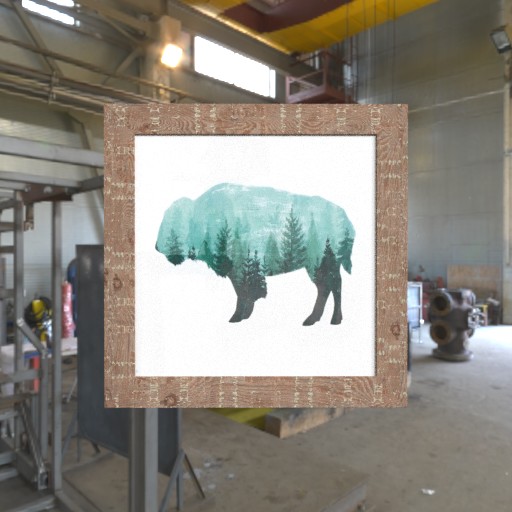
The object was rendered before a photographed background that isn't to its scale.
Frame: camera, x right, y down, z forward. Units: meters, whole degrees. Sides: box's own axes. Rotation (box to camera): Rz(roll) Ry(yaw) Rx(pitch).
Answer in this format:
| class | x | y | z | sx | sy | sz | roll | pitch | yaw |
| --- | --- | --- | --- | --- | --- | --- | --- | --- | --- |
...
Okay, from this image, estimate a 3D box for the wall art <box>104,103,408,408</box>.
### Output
| class | x | y | z | sx | sy | sz | roll | pitch | yaw |
| --- | --- | --- | --- | --- | --- | --- | --- | --- | --- |
| wall art | 0.000 | 0.000 | 0.566 | 0.380 | 0.380 | 0.022 | 0 | 0 | 0 |
